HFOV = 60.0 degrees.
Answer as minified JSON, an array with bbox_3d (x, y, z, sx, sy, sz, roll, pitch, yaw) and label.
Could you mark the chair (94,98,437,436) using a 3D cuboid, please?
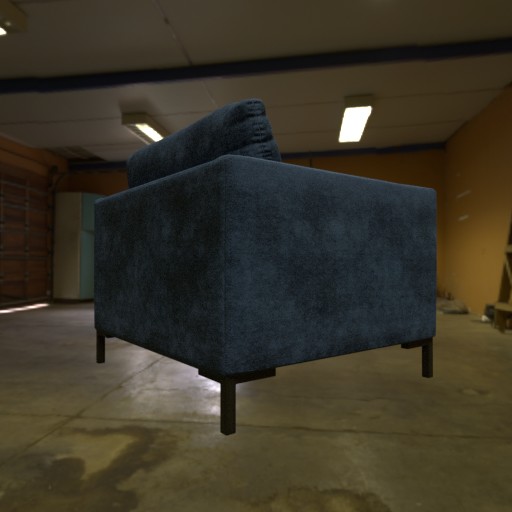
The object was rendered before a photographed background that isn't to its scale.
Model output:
[{"bbox_3d":[0.000,0.000,1.599,0.875,0.812,0.964,1,-1,-37],"label":"chair"}]
